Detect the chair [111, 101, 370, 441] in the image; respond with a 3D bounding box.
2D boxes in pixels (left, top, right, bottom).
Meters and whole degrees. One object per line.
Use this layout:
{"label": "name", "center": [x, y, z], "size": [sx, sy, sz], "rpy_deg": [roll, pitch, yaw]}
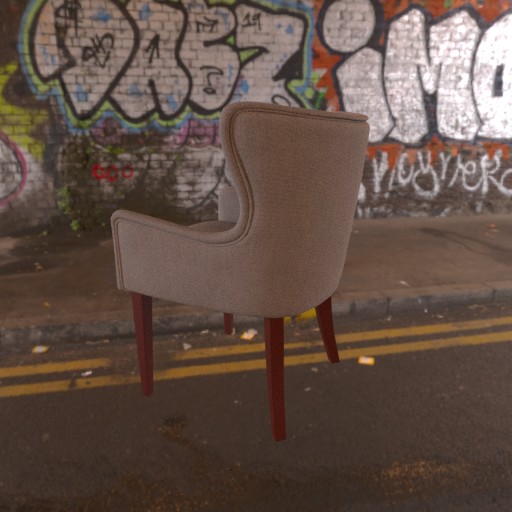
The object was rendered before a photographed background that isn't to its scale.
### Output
{"label": "chair", "center": [0.000, 0.000, 1.493], "size": [0.677, 0.948, 0.732], "rpy_deg": [9, 18, 27]}
